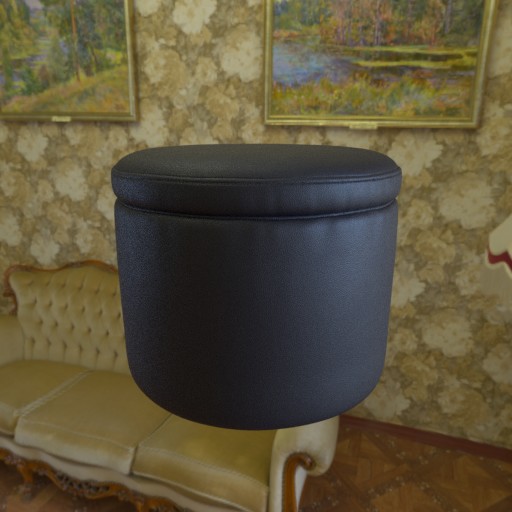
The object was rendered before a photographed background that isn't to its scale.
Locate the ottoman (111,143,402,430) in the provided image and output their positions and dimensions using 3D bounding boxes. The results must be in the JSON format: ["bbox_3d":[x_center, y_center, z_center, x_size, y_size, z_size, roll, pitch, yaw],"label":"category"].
[{"bbox_3d":[0.000,0.000,0.840,0.501,0.409,0.501,0,16,0],"label":"ottoman"}]
